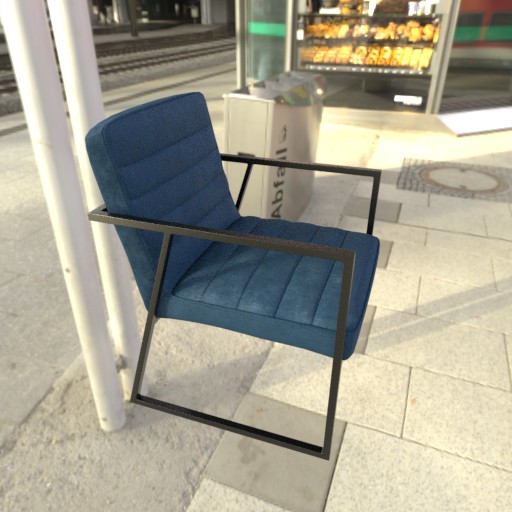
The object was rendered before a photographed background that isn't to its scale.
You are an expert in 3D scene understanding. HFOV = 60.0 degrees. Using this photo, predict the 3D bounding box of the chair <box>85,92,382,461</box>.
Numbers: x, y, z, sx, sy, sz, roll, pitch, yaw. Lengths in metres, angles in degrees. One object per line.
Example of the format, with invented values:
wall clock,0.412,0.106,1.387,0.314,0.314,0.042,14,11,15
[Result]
chair,0.000,0.000,1.294,0.677,0.833,0.571,10,30,17
